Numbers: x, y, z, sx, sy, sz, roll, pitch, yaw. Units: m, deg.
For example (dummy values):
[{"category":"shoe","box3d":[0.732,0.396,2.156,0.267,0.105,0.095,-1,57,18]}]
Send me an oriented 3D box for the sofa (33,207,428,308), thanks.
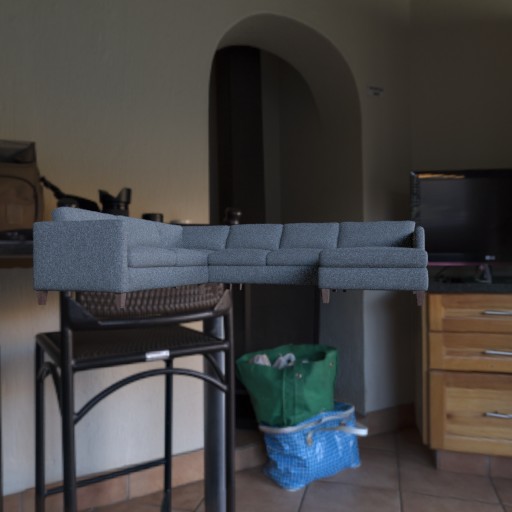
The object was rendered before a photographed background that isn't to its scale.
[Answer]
[{"category":"sofa","box3d":[0.000,0.000,4.462,3.238,0.853,2.551,0,-1,18]}]
